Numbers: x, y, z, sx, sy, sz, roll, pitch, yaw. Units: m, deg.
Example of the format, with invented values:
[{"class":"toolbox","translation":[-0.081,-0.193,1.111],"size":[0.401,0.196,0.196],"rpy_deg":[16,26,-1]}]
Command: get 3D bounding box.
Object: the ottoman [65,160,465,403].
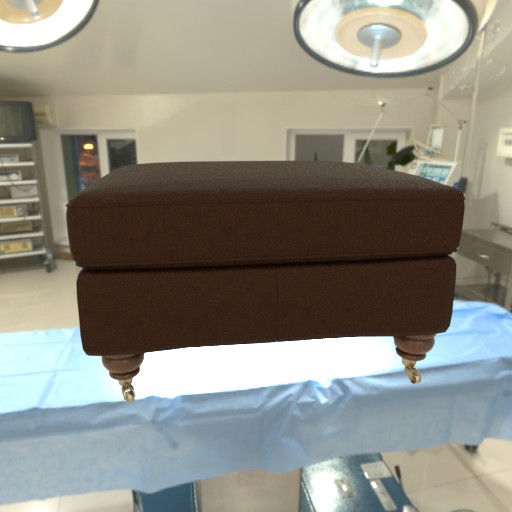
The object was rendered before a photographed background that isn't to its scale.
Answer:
[{"class":"ottoman","translation":[0.000,0.000,1.799],"size":[1.187,0.730,0.967],"rpy_deg":[-2,16,-8]}]
